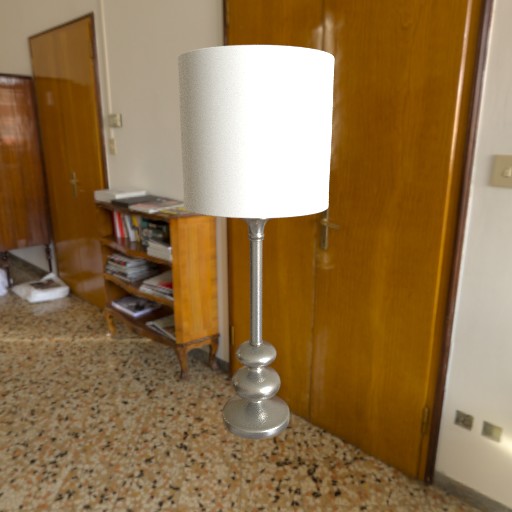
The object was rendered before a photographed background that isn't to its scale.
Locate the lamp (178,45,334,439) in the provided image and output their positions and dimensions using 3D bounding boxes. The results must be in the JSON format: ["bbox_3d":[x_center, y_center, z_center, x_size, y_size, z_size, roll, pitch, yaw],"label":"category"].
[{"bbox_3d":[0.000,0.000,0.815,0.254,0.690,0.254,2,15,8],"label":"lamp"}]
